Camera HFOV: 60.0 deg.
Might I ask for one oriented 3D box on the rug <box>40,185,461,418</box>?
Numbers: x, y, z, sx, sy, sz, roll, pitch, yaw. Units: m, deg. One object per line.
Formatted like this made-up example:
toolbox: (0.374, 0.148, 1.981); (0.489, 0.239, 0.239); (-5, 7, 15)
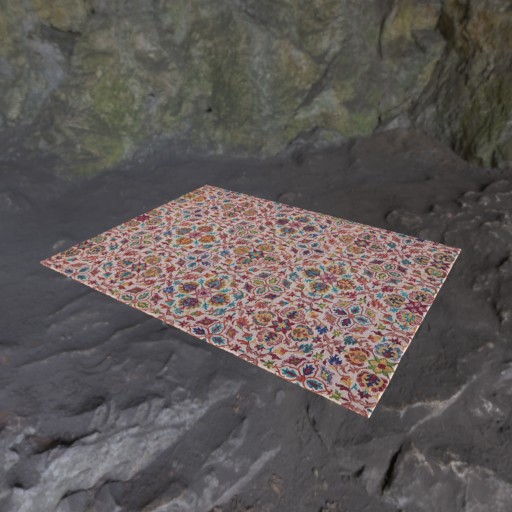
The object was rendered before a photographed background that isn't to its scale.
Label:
rug: (0.000, 0.000, 4.237); (3.215, 0.020, 2.446); (18, 34, 29)
